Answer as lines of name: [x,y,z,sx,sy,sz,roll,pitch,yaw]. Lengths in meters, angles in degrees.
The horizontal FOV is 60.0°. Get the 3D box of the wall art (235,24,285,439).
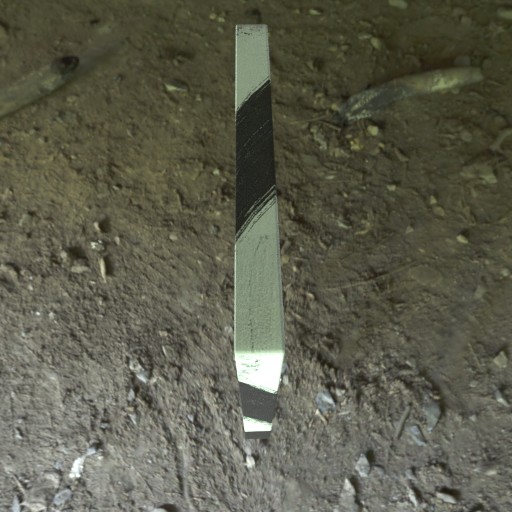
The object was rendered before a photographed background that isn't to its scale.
wall art: [0.000,0.000,0.750,0.050,0.508,0.507,-1,59,-1]
